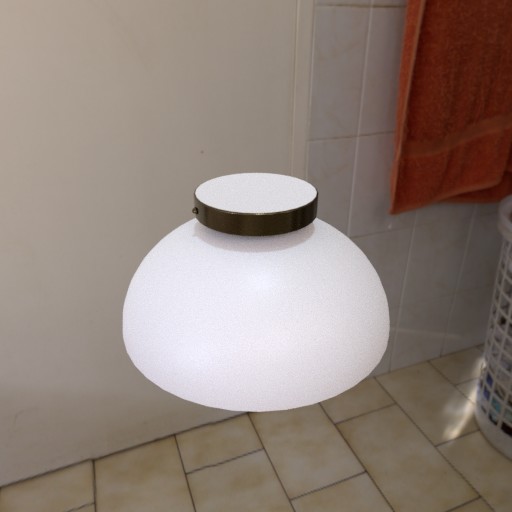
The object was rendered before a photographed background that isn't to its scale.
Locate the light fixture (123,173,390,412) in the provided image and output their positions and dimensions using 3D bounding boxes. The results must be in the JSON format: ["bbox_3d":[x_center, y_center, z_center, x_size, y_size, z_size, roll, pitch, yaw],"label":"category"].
[{"bbox_3d":[0.000,0.000,0.571,0.355,0.177,0.355,0,27,0],"label":"light fixture"}]
